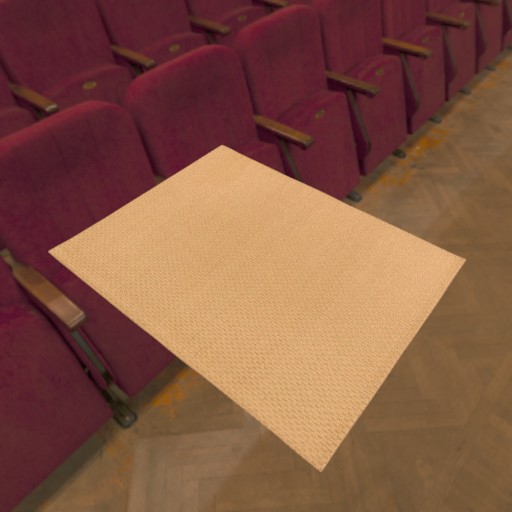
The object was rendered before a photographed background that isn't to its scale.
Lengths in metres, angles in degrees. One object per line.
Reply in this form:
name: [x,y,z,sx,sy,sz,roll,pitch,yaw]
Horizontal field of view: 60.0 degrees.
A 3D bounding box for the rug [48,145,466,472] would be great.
rug: [0.000,0.000,3.896,2.897,0.035,2.277,31,53,26]
